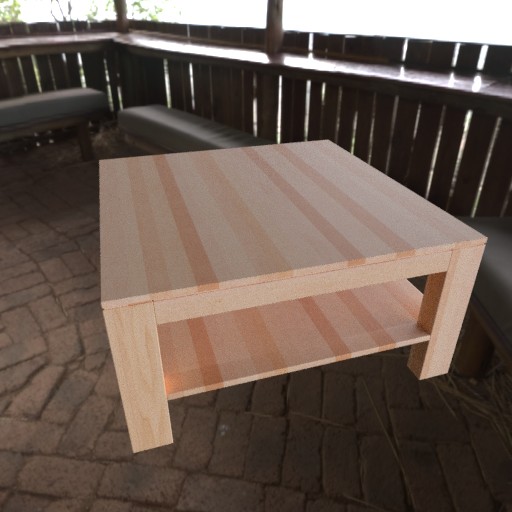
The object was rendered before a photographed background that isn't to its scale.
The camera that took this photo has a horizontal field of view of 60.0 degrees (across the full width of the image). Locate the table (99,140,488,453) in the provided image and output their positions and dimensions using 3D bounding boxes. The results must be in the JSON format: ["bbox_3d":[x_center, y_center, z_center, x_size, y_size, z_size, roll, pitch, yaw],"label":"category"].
[{"bbox_3d":[0.000,0.000,1.445,0.900,0.450,0.900,-9,31,-15],"label":"table"}]
